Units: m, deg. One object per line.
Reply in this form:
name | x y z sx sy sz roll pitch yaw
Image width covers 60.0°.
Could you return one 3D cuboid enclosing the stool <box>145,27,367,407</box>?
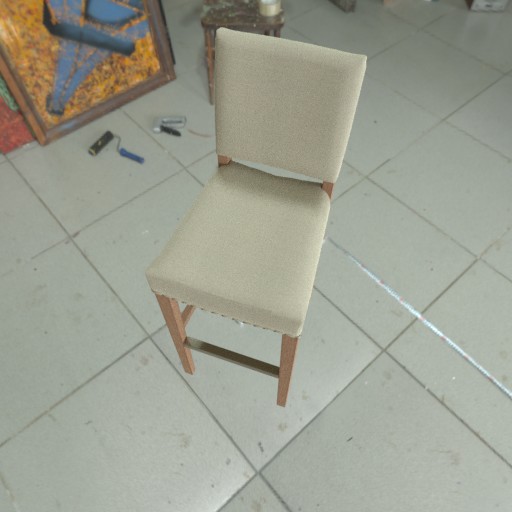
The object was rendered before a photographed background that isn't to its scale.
stool | 0.000 0.000 1.398 0.428 1.143 0.546 16 58 11
